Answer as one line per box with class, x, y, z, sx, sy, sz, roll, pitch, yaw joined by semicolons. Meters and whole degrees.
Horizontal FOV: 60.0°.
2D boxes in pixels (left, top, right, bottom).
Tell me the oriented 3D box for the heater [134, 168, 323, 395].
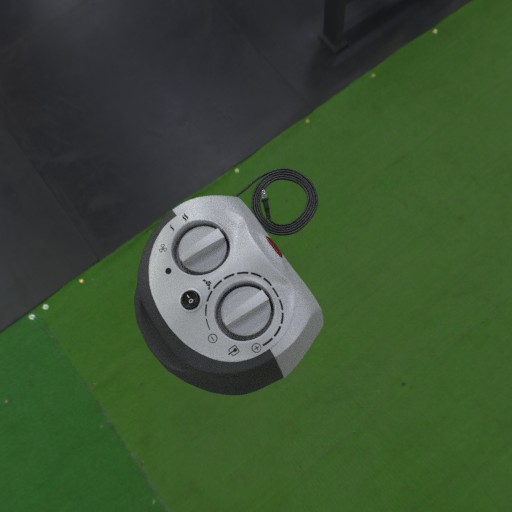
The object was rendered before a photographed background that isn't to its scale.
heater;0.000;0.000;0.480;0.291;0.255;0.239;-34;78;-8
